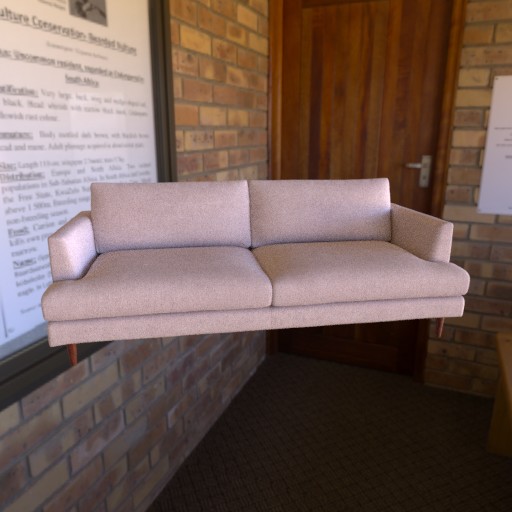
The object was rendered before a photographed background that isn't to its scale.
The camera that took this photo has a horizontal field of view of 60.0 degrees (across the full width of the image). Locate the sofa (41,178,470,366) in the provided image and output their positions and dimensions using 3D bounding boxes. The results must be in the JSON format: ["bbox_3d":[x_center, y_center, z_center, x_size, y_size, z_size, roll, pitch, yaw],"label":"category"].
[{"bbox_3d":[0.000,0.000,2.744,2.250,0.868,1.020,-3,16,-9],"label":"sofa"}]
